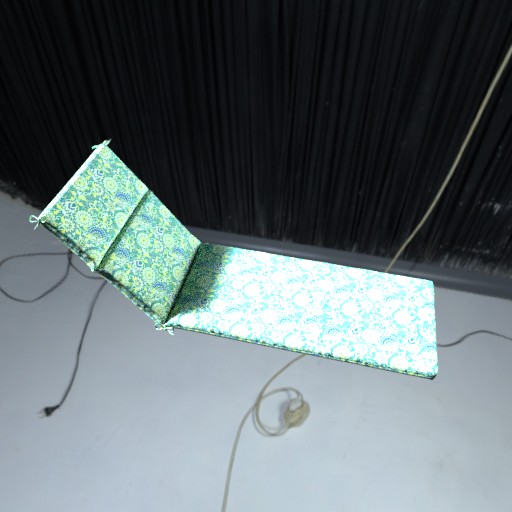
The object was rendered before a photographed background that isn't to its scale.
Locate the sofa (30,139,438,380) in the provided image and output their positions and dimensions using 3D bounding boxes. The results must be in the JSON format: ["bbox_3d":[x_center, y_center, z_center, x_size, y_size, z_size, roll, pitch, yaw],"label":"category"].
[{"bbox_3d":[0.000,0.000,1.939,1.663,0.622,0.582,10,48,9],"label":"sofa"}]
